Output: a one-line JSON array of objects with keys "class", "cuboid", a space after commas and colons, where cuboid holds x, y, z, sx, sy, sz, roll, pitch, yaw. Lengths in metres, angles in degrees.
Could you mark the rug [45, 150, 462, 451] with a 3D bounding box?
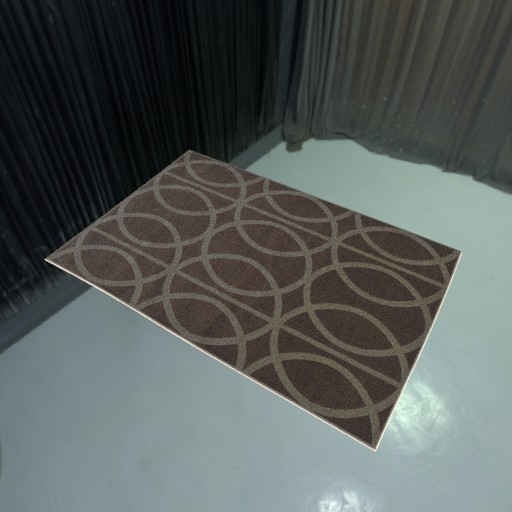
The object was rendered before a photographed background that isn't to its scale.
[{"class": "rug", "cuboid": [0.000, 0.000, 2.903, 2.290, 0.014, 1.526, 24, 51, 22]}]
